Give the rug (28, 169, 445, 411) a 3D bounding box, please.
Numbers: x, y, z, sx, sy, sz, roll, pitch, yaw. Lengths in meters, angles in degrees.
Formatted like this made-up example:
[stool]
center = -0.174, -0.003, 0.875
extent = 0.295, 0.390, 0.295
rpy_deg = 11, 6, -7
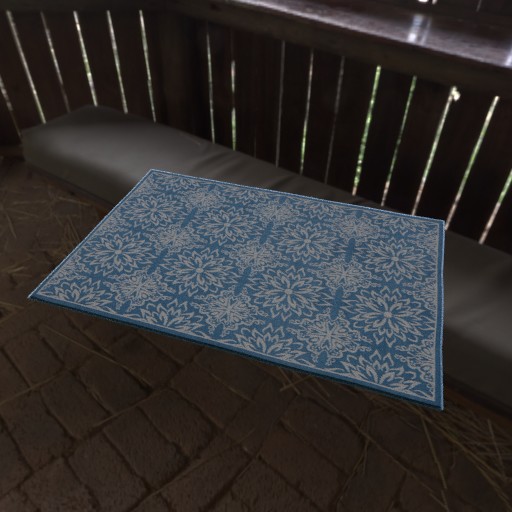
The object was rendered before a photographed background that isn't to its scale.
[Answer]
[rug]
center = 0.000, 0.000, 3.427
extent = 2.769, 0.018, 1.830
rpy_deg = 12, 43, 13
